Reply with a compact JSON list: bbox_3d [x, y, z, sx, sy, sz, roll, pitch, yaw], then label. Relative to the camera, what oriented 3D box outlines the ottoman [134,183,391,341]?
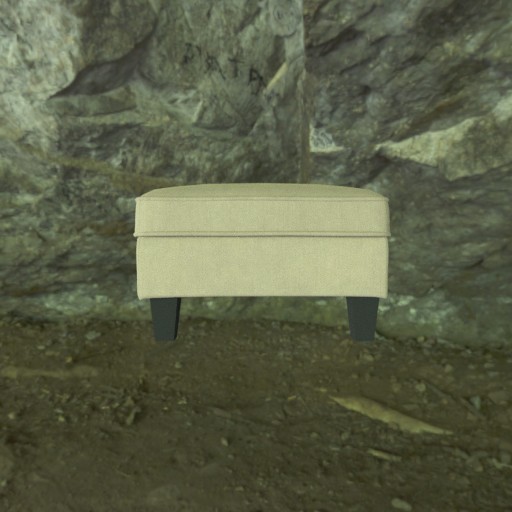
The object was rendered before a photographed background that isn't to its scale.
[{"bbox_3d":[0.000,0.000,2.030,0.735,0.460,1.726,0,0,-1],"label":"ottoman"}]
